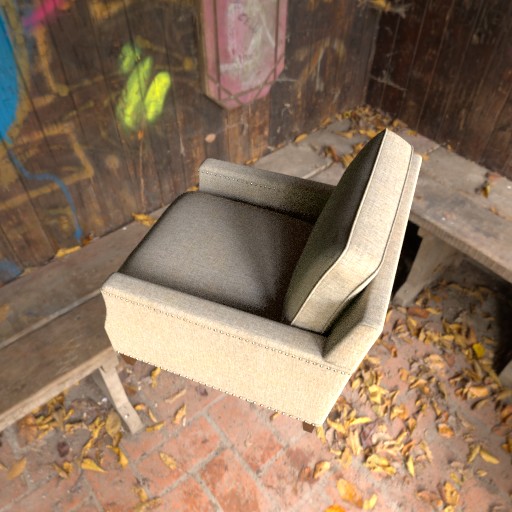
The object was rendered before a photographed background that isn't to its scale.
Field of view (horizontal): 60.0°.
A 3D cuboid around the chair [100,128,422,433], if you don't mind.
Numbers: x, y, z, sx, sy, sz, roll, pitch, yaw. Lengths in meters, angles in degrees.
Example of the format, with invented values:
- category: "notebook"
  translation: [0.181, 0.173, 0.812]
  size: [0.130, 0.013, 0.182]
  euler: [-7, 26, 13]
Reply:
- category: "chair"
  translation: [0.000, 0.000, 1.755]
  size: [1.014, 0.943, 0.853]
  euler: [16, 48, 15]
